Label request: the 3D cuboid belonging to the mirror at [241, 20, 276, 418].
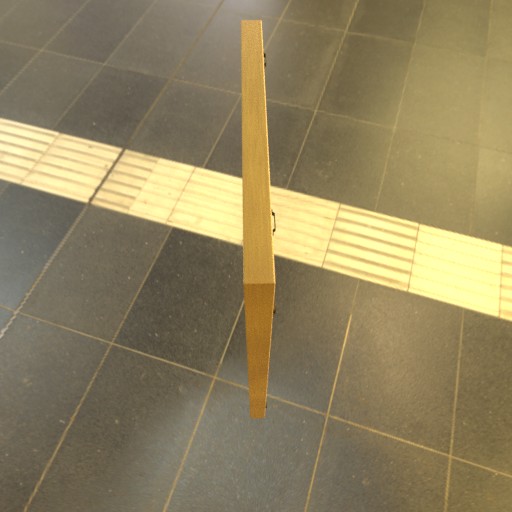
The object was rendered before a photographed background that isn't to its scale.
[{"bbox_3d":[0.000,0.000,0.925,0.040,0.710,0.507,-1,59,-1],"label":"mirror"}]
